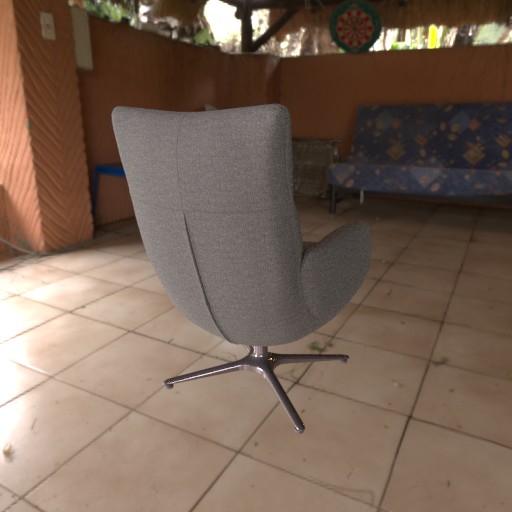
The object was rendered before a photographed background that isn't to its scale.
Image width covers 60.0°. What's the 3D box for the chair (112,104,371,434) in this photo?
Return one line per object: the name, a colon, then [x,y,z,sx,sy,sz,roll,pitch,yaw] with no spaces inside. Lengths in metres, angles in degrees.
chair: [0.000,0.000,1.549,0.702,0.984,0.831,9,20,26]
